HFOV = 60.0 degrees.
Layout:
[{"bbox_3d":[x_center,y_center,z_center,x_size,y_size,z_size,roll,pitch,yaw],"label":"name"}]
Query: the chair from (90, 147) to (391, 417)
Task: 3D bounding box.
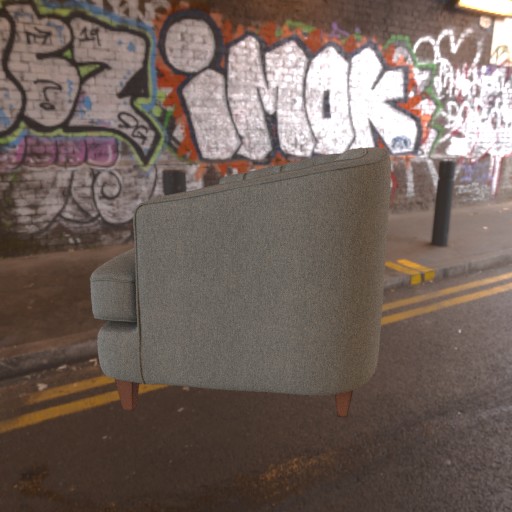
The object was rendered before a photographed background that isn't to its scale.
[{"bbox_3d":[0.000,0.000,1.785,0.945,0.852,1.094,2,14,9],"label":"chair"}]
